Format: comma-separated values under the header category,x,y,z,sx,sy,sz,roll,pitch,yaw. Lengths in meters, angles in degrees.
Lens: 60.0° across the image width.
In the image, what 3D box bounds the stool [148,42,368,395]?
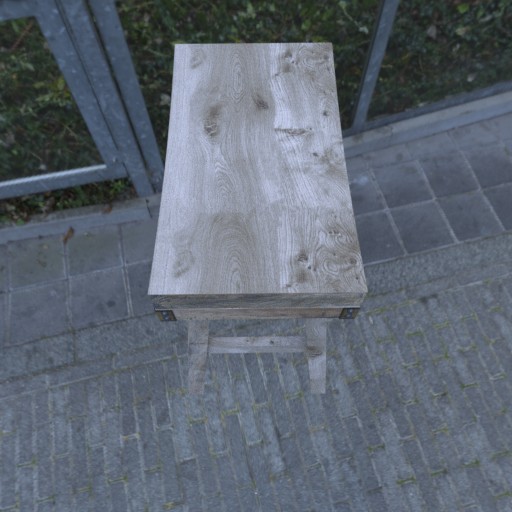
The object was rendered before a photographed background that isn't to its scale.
category,x,y,z,sx,sy,sz,roll,pitch,yaw
stool,0.000,0.000,0.892,0.330,0.635,0.450,-1,62,0
